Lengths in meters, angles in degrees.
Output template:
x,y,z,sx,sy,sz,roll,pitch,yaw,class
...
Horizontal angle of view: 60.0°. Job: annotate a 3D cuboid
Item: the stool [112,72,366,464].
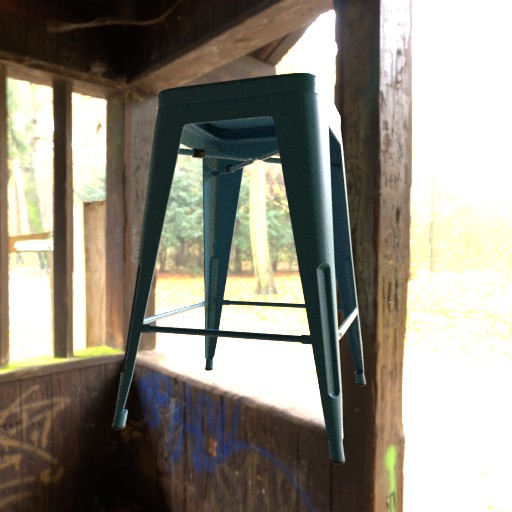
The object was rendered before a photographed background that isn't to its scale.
x,y,z,sx,sy,sz,roll,pitch,yaw,class
0.000,0.000,0.904,0.410,0.608,0.410,0,2,18,stool
